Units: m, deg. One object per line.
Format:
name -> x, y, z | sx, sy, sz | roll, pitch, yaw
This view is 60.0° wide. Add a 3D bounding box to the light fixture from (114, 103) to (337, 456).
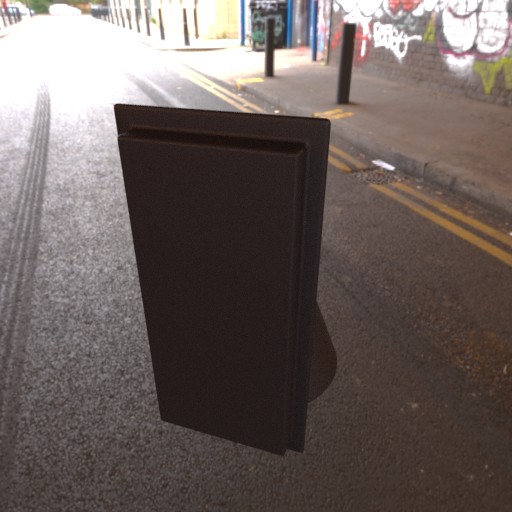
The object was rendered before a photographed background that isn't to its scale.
light fixture -> 0.000, 0.000, 0.419 | 0.170, 0.298, 0.207 | 9, 31, 16
